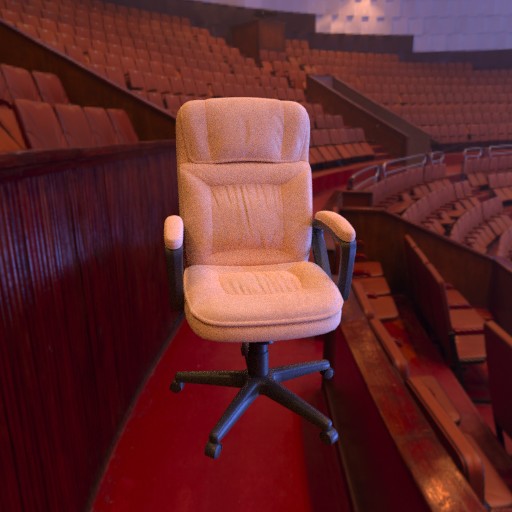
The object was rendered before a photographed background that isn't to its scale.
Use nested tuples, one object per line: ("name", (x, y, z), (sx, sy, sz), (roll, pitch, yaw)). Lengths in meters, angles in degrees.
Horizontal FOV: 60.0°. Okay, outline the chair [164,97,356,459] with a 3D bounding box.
("chair", (0.000, 0.000, 1.585), (0.667, 1.105, 0.724), (-3, 17, -9))
